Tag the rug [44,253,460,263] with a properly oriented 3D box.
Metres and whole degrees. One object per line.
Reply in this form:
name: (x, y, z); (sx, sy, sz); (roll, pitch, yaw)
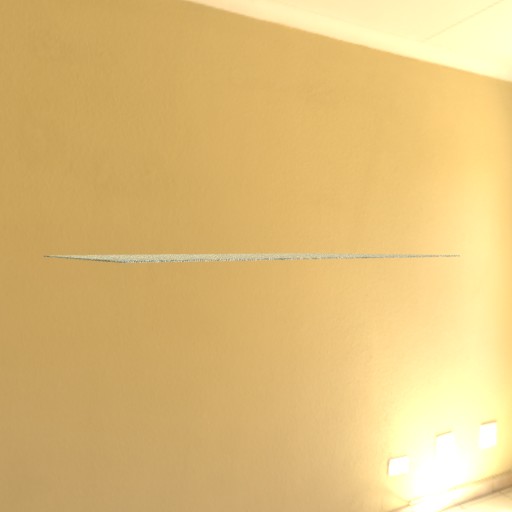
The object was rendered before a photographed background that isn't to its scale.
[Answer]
rug: (0.000, 0.000, 2.226); (1.752, 0.006, 1.142); (-1, 1, -36)
